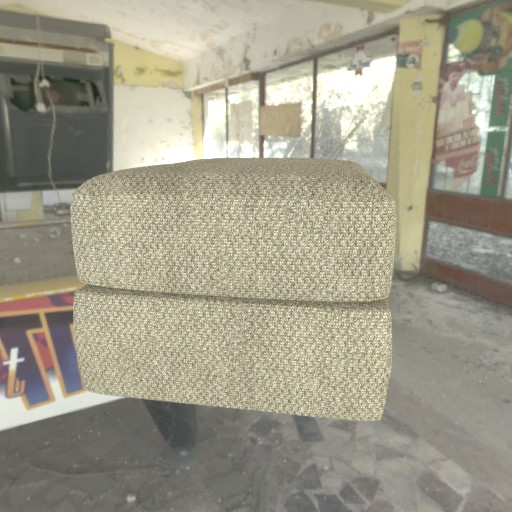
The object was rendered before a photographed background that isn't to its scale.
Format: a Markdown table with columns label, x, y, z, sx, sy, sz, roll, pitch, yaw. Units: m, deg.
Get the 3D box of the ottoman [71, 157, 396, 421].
| label | x | y | z | sx | sy | sz | roll | pitch | yaw |
| --- | --- | --- | --- | --- | --- | --- | --- | --- | --- |
| ottoman | 0.000 | 0.000 | 1.129 | 0.603 | 0.476 | 0.751 | 3 | 15 | 10 |
